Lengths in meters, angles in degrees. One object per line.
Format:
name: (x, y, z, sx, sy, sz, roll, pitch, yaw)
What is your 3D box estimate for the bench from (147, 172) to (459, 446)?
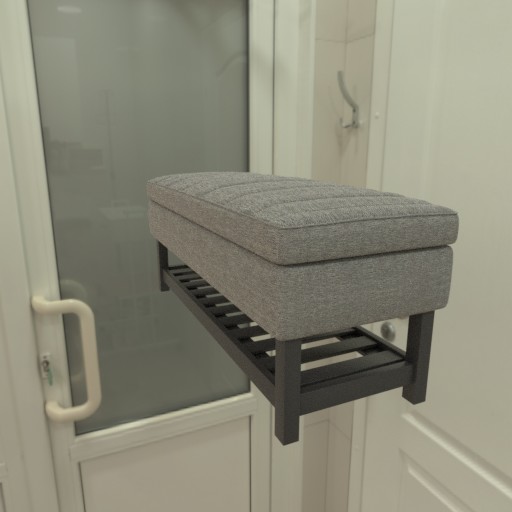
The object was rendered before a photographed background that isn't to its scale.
bench: (0.000, 0.000, 1.321, 0.429, 0.470, 1.100, -6, 15, -24)
